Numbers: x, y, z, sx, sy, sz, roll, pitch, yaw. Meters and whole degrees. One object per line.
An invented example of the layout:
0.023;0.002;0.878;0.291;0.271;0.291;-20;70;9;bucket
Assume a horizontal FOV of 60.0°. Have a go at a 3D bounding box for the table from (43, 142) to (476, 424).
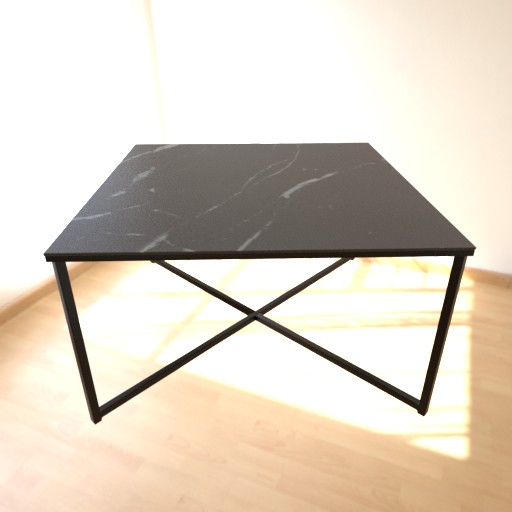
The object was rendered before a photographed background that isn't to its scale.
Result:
0.000;0.000;1.274;0.800;0.450;0.800;-1;28;-2;table
